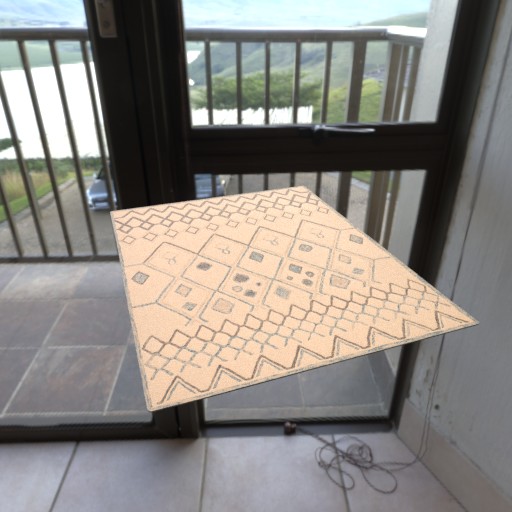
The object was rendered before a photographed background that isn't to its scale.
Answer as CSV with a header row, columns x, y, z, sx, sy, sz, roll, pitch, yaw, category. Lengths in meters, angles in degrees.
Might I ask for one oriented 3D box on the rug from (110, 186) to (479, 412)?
x,y,z,sx,sy,sz,roll,pitch,yaw,category
0.000,0.000,4.179,2.441,0.013,3.056,-10,31,-17,rug
